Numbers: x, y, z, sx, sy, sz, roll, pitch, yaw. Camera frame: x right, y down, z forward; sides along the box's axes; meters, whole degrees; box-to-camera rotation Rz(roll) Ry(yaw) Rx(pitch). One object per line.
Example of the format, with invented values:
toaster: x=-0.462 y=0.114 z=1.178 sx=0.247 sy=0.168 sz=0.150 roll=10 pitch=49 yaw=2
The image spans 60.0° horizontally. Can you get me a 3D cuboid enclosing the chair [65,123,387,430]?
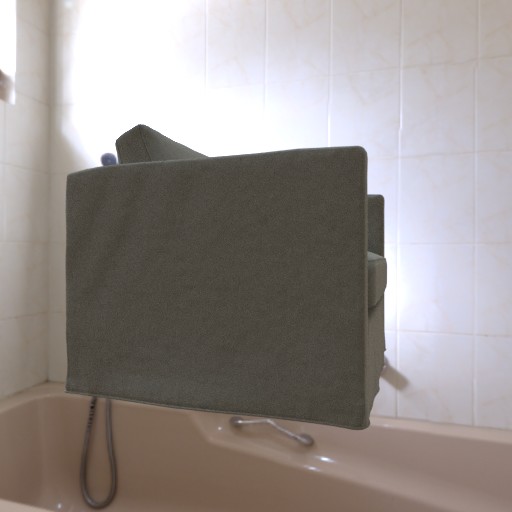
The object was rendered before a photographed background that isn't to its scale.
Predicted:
chair: x=0.000 y=0.000 z=1.719 sx=0.949 sy=0.863 sz=1.057 roll=0 pitch=0 yaw=19
